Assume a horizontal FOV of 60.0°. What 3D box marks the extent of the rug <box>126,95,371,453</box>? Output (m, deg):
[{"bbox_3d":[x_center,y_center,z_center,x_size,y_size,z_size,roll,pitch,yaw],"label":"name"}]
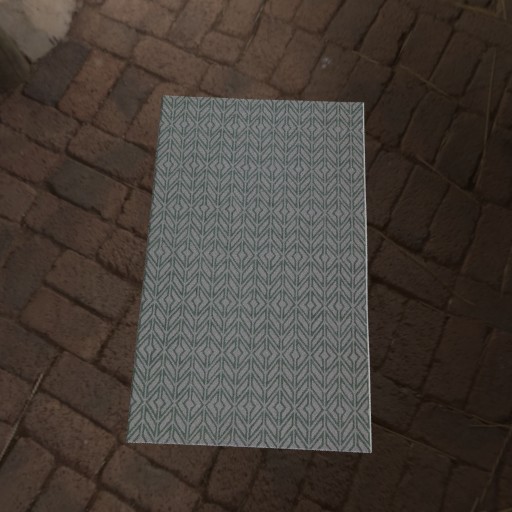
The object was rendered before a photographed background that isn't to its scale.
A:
[{"bbox_3d":[0.000,0.000,3.030,1.517,0.011,2.435,2,76,1],"label":"rug"}]
